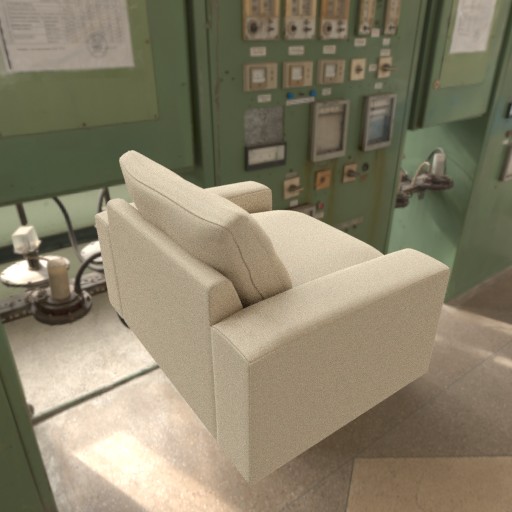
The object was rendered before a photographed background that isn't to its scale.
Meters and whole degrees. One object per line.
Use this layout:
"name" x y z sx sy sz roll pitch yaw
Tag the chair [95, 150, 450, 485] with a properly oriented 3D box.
"chair" 0.000 0.000 2.064 1.039 0.915 1.398 -18 32 -31
